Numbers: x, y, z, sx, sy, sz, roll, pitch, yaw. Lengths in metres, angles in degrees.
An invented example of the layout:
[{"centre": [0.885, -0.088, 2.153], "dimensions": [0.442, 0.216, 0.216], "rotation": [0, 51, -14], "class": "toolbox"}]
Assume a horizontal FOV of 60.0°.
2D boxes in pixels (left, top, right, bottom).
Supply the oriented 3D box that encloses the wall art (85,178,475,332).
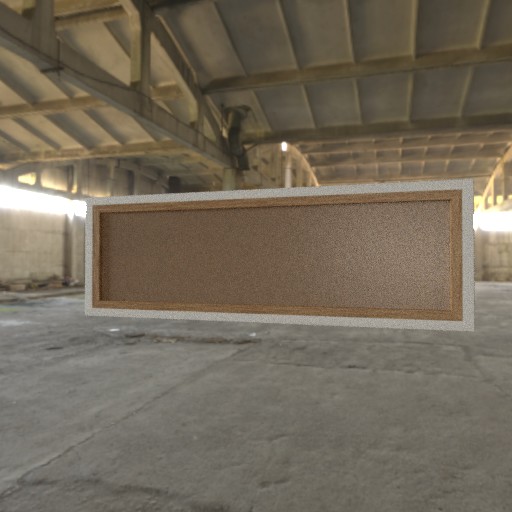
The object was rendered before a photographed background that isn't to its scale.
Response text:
[{"centre": [0.000, 0.000, 1.703], "dimensions": [1.520, 0.507, 0.044], "rotation": [0, -1, 17], "class": "wall art"}]
